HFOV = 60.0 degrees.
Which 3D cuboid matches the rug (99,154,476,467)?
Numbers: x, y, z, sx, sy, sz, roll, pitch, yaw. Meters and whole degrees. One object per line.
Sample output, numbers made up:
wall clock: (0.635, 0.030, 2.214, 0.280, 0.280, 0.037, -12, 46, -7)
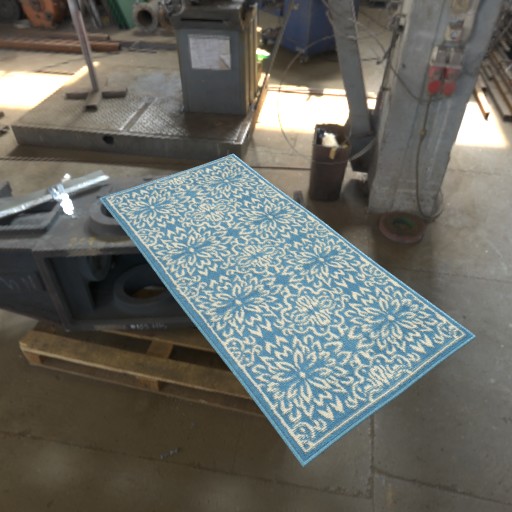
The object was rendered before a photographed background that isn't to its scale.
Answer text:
rug: (0.000, 0.000, 1.441, 0.604, 0.007, 1.219, -25, 47, -25)
